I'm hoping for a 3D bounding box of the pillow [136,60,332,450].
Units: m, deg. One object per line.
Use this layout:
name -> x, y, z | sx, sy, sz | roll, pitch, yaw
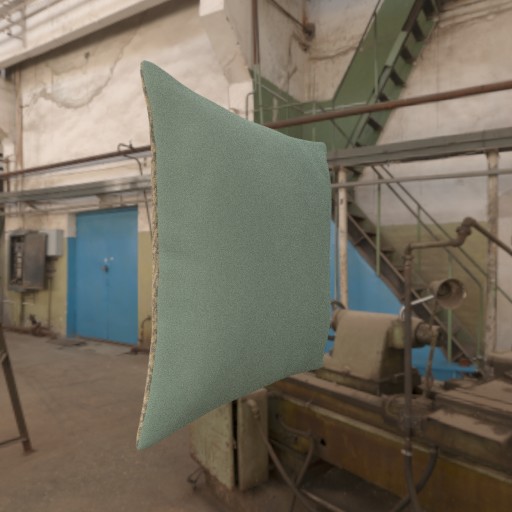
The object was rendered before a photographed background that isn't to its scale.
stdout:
pillow -> 0.000, 0.000, 0.788 | 0.166, 0.507, 0.526 | 0, 0, 35
